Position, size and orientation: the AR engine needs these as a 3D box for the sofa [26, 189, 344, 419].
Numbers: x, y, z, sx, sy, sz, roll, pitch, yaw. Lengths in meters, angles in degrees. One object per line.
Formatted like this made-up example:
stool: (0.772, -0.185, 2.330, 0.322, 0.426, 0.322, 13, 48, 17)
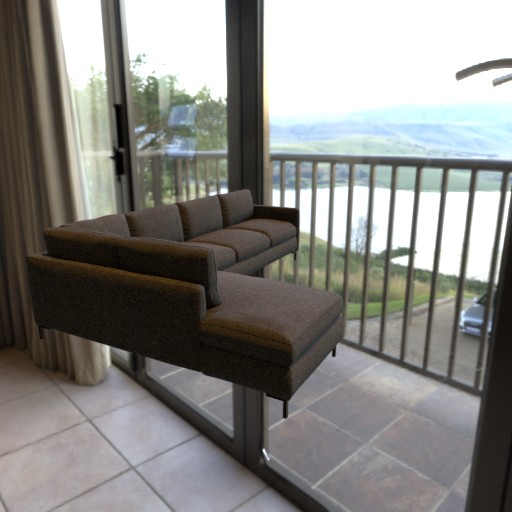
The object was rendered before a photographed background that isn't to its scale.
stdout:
sofa: (0.000, 0.000, 3.817, 2.007, 0.815, 2.949, 8, 17, 28)
